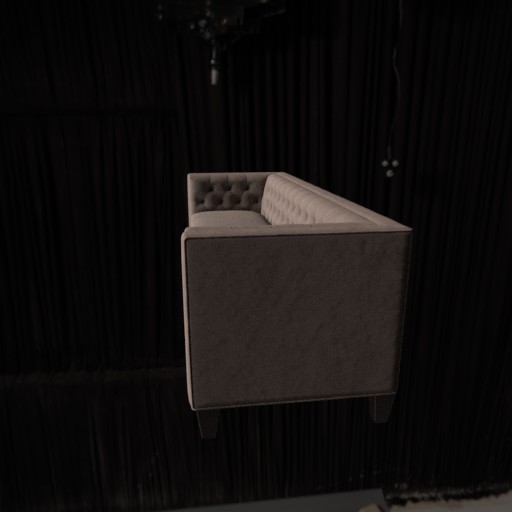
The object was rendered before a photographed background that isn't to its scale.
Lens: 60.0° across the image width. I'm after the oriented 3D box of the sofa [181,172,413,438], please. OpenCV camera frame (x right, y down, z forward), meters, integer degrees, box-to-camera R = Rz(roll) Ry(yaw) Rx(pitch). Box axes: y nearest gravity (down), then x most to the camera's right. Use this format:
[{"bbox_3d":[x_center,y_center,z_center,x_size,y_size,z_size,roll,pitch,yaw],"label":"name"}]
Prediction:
[{"bbox_3d":[0.000,0.000,2.553,0.775,0.762,2.159,-2,16,-8],"label":"sofa"}]
